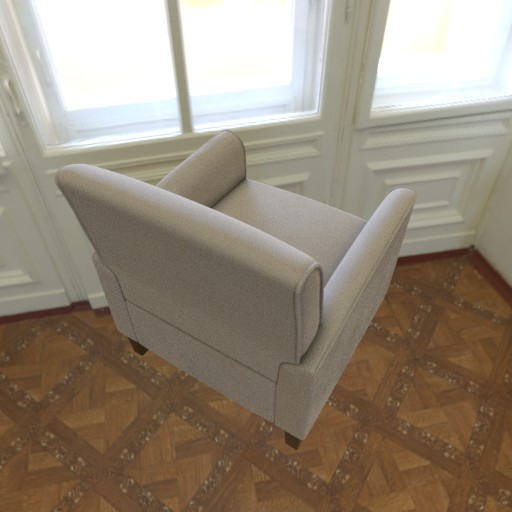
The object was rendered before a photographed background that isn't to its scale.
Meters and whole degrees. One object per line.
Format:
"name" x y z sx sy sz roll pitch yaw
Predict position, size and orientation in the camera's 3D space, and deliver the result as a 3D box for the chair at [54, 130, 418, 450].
"chair" 0.000 0.000 1.545 0.820 0.915 0.821 24 49 23
